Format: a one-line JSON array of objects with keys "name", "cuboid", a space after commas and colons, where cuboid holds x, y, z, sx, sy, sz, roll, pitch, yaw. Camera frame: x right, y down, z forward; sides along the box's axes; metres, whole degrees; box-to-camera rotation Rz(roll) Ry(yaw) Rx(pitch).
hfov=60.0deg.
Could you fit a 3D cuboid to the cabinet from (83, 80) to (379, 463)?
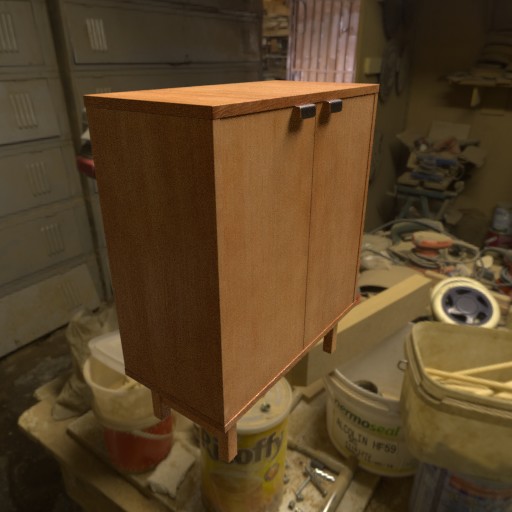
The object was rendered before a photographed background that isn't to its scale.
[{"name": "cabinet", "cuboid": [0.000, 0.000, 1.416, 0.419, 1.001, 0.800, 17, 29, 32]}]
